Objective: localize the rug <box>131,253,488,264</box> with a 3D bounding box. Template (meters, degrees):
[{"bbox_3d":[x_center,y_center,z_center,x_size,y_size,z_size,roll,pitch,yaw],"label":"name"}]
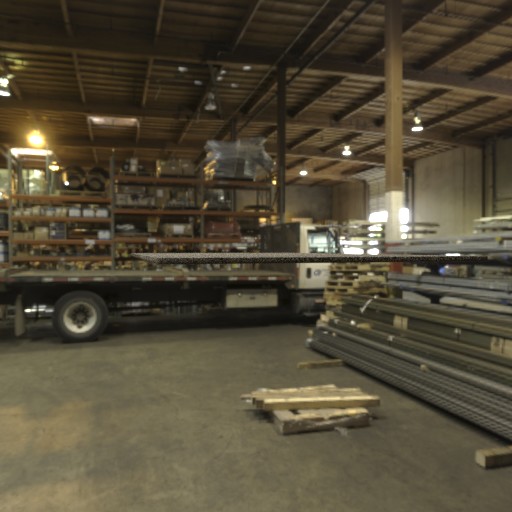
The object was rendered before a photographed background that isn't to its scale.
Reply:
[{"bbox_3d":[0.000,0.000,2.926,1.502,0.025,2.350,0,1,-18],"label":"rug"}]
